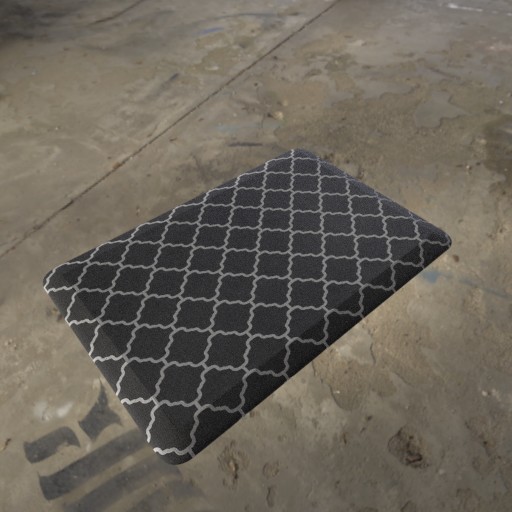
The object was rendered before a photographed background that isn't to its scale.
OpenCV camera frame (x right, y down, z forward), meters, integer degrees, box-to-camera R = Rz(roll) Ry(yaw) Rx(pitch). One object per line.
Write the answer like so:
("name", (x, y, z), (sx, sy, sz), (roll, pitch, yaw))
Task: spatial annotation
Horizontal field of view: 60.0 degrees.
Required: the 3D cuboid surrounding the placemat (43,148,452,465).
("placemat", (0.000, 0.000, 0.951), (0.762, 0.021, 0.508), (-32, 54, -27))
